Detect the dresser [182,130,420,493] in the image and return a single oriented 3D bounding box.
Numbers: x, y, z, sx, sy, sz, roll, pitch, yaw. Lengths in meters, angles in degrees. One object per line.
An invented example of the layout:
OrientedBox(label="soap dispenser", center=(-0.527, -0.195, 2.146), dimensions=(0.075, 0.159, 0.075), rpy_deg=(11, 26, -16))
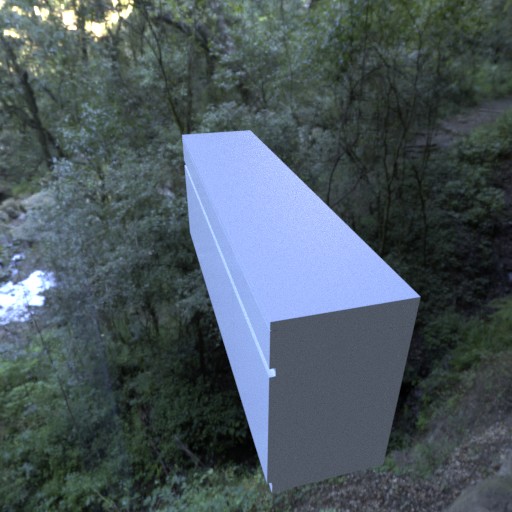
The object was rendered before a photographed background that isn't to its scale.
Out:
OrientedBox(label="dresser", center=(0.000, 0.000, 2.487), dimensions=(0.500, 0.840, 2.200), rpy_deg=(-8, 31, -13))
